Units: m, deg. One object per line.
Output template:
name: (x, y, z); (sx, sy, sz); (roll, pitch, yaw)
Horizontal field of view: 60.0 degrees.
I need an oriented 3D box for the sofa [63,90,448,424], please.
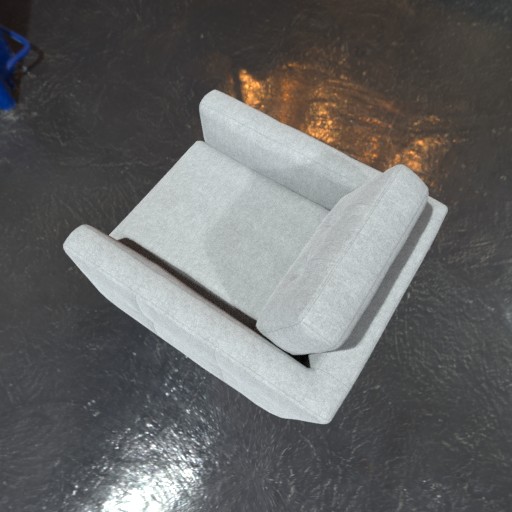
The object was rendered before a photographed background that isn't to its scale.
sofa: (0.000, 0.000, 1.499); (0.920, 0.860, 0.770); (31, 68, 14)
